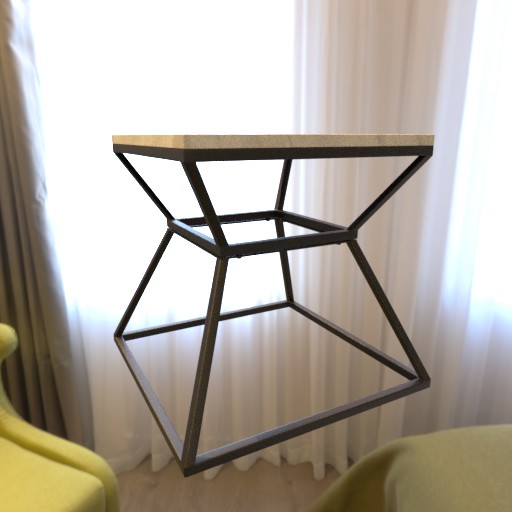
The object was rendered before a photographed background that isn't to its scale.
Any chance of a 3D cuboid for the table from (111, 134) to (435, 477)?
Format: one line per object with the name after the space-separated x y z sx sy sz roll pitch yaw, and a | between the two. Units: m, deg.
0.000 0.000 0.815 0.455 0.431 0.455 -8 17 -27 | table
